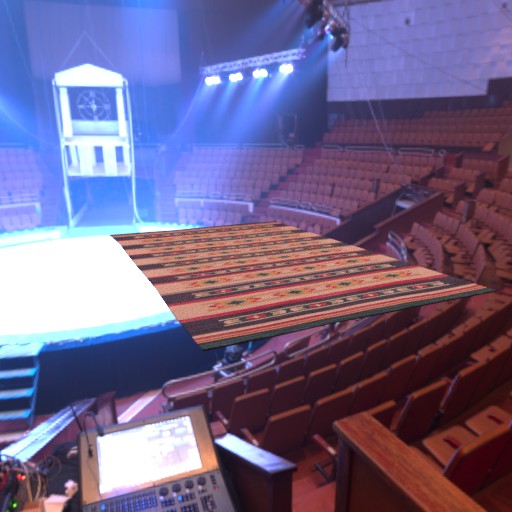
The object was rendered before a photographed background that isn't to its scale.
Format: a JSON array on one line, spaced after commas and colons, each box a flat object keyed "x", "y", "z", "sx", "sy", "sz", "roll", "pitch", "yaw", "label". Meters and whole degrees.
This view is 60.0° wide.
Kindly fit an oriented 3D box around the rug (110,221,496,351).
[{"x": 0.000, "y": 0.000, "z": 2.874, "sx": 1.522, "sy": 0.010, "sz": 2.311, "roll": -7, "pitch": 15, "yaw": -25, "label": "rug"}]
